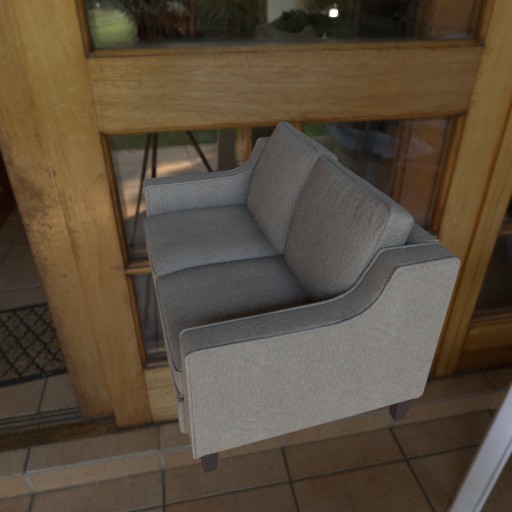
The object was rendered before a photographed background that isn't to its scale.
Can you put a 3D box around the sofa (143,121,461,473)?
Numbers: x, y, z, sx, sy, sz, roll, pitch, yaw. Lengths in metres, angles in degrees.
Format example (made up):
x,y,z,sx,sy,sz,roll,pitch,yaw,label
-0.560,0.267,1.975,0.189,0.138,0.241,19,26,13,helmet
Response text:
x,y,z,sx,sy,sz,roll,pitch,yaw,label
0.000,0.000,2.139,0.985,0.981,1.503,-9,32,-15,sofa
